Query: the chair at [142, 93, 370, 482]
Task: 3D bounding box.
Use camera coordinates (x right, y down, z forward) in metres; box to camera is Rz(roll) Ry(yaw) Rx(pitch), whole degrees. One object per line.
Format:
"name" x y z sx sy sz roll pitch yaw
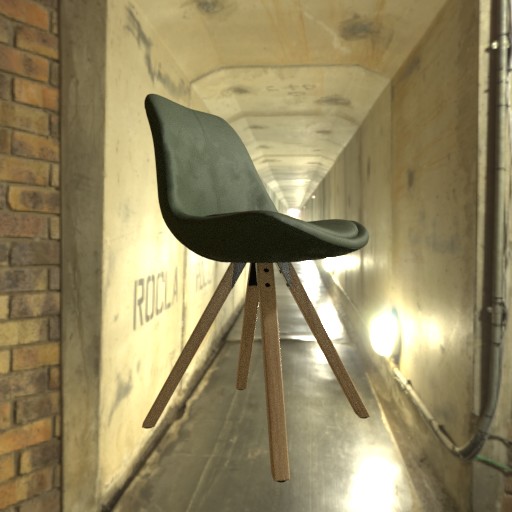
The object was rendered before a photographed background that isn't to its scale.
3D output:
"chair" 0.000 0.000 1.146 0.547 0.865 0.483 1 1 37
